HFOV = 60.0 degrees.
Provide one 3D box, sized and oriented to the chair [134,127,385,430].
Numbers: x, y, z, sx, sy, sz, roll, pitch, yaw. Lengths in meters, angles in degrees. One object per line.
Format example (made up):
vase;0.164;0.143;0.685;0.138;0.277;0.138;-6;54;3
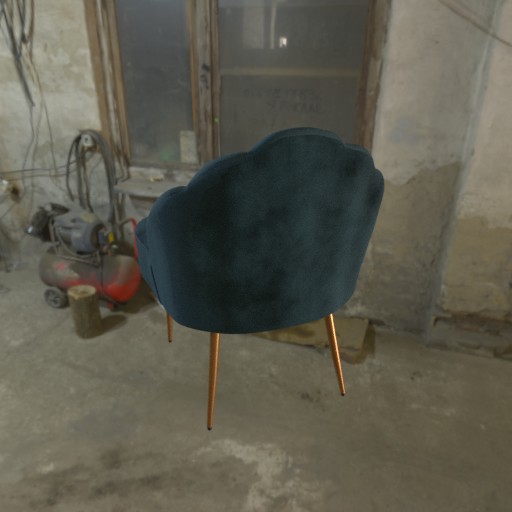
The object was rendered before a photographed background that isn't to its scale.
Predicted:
chair;0.000;0.000;1.309;0.657;0.819;0.599;-8;26;-17
